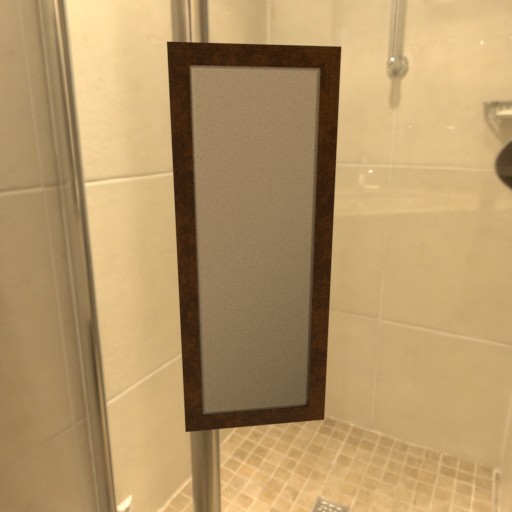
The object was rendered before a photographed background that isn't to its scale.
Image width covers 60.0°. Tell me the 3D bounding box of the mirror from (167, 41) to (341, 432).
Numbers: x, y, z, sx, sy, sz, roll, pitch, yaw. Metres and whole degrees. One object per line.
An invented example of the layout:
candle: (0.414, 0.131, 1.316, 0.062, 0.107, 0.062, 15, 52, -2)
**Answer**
mirror: (0.000, 0.000, 2.322, 0.812, 2.031, 0.032, -2, 15, -8)
